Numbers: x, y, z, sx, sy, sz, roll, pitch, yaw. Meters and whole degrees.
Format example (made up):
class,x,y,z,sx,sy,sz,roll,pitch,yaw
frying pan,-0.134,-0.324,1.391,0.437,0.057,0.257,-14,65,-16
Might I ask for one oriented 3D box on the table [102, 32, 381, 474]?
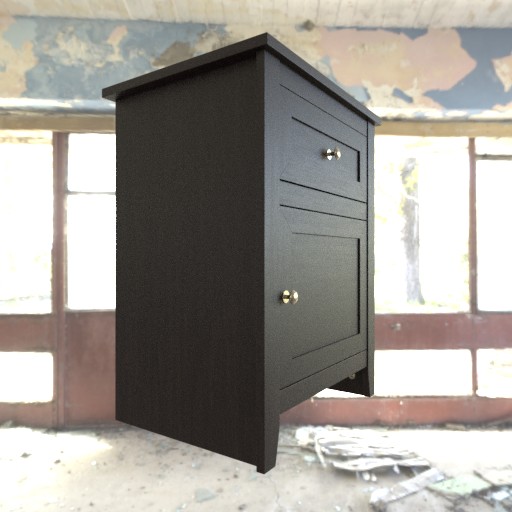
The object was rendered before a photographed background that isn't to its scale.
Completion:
class,x,y,z,sx,sy,sz,roll,pitch,yaw
table,0.000,0.000,0.931,0.381,0.635,0.480,0,0,35
